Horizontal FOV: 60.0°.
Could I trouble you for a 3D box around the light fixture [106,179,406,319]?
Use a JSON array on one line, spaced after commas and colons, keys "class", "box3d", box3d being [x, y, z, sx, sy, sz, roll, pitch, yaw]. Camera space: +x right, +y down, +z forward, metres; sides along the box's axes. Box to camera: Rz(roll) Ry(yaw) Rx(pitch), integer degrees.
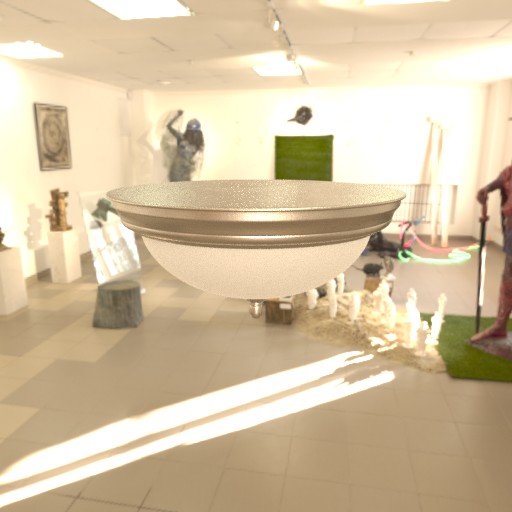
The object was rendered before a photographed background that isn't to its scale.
[{"class": "light fixture", "box3d": [0.000, 0.000, 0.450, 0.280, 0.135, 0.280, 0, 14, 0]}]
